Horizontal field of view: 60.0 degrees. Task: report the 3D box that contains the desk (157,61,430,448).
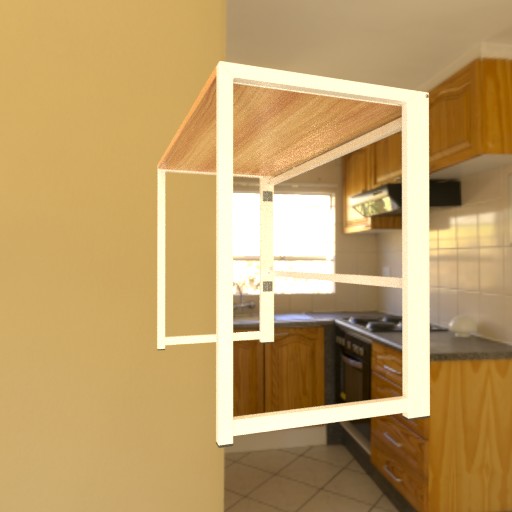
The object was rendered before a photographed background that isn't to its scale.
[{"bbox_3d":[0.000,0.000,1.432,0.508,0.762,1.016,0,-1,-19],"label":"desk"}]
